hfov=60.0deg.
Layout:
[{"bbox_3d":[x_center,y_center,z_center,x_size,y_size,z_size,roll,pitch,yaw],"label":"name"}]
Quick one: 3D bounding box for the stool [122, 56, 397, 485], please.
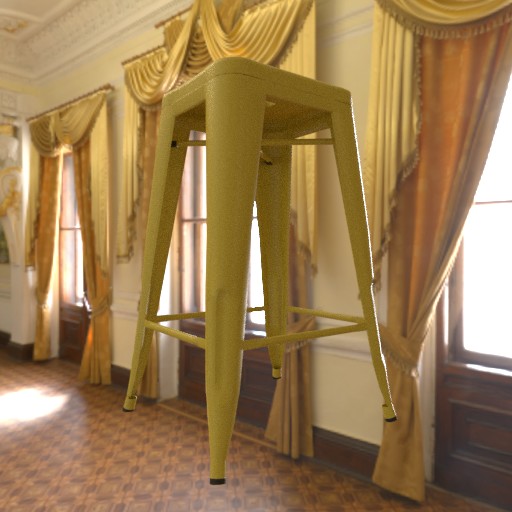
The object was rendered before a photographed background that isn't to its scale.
[{"bbox_3d":[0.000,0.000,0.841,0.399,0.609,0.359,-1,1,-37],"label":"stool"}]
